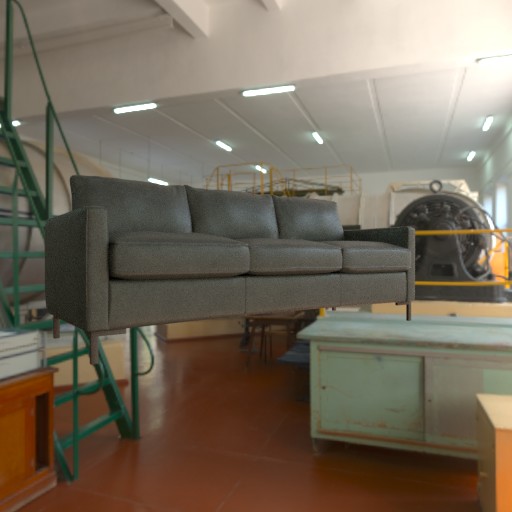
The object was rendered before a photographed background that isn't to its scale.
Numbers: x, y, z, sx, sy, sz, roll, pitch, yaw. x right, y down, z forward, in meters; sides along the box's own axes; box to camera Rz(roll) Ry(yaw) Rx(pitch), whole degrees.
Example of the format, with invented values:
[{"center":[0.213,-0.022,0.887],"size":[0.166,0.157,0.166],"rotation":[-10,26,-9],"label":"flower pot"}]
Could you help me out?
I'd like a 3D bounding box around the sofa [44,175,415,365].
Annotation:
[{"center":[0.000,0.000,2.444],"size":[2.029,0.805,0.748],"rotation":[0,0,-36],"label":"sofa"}]
